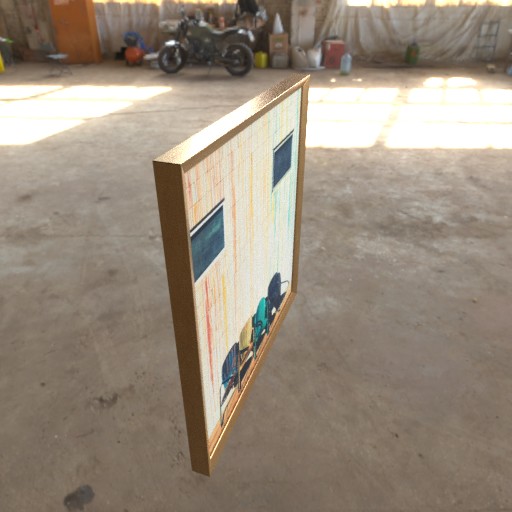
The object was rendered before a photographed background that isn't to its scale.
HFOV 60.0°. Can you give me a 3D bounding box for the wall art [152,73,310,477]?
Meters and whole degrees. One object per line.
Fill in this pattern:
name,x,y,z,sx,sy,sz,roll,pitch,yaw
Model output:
wall art,0.000,0.000,0.454,0.019,0.302,0.302,11,33,17
